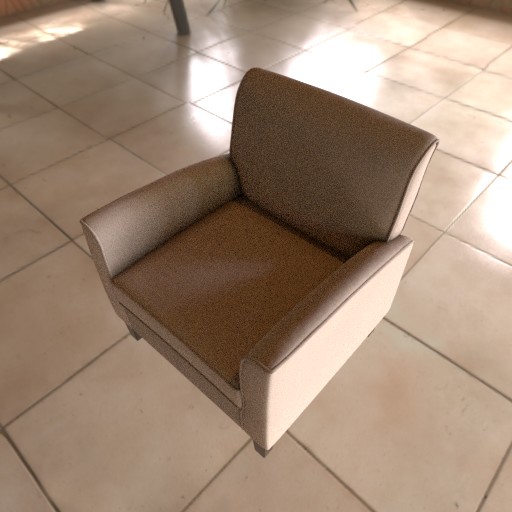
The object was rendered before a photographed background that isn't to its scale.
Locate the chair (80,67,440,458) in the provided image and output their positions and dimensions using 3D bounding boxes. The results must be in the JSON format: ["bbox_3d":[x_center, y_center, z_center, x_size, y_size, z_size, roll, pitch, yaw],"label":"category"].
[{"bbox_3d":[0.000,0.000,1.561,0.820,0.915,0.820,33,55,28],"label":"chair"}]
